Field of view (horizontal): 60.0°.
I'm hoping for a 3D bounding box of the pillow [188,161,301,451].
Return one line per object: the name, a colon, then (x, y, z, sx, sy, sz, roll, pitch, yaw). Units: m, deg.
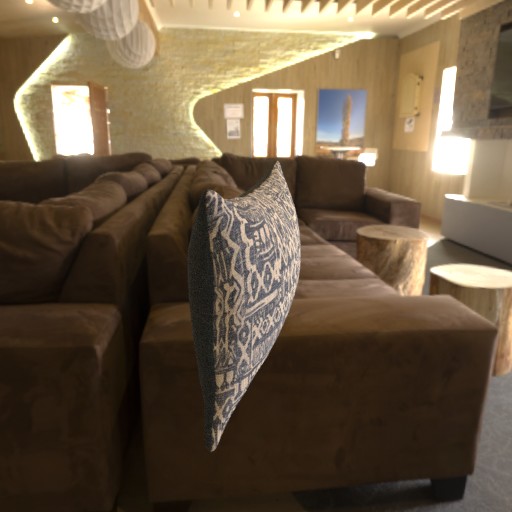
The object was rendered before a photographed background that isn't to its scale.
pillow: (0.000, 0.000, 0.757, 0.148, 0.292, 0.631, 2, 15, 9)
